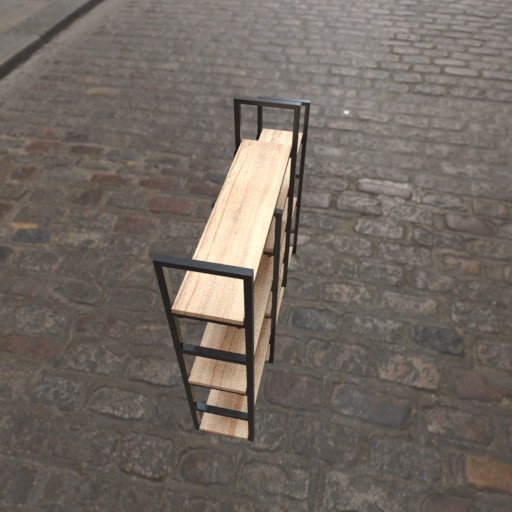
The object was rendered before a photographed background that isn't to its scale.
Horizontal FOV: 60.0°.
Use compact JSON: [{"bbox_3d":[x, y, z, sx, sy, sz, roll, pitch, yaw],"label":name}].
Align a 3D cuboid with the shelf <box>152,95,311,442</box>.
[{"bbox_3d":[0.000,0.000,1.431,0.183,0.921,0.946,9,48,8],"label":"shelf"}]
